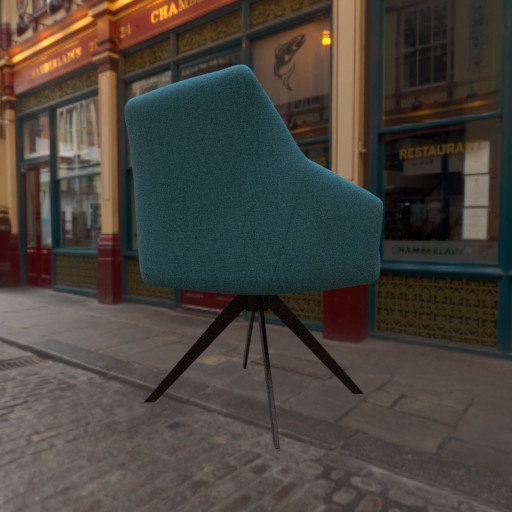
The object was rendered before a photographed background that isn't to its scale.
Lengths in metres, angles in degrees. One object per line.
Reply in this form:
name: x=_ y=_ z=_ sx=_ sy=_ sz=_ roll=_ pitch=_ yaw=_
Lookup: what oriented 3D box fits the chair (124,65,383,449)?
chair: x=0.000 y=0.000 z=1.350 sx=0.642 sy=0.874 sz=0.677 roll=1 pitch=2 yaw=38
